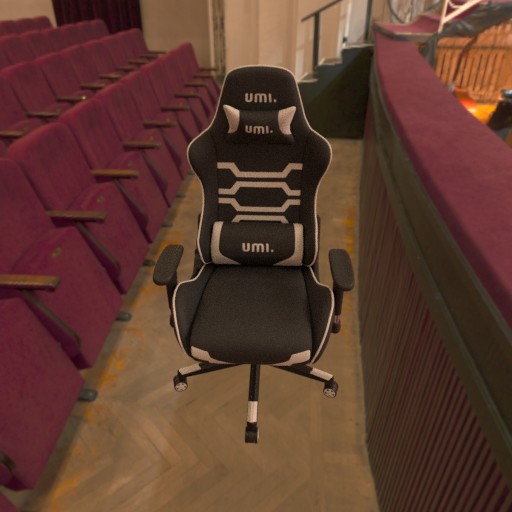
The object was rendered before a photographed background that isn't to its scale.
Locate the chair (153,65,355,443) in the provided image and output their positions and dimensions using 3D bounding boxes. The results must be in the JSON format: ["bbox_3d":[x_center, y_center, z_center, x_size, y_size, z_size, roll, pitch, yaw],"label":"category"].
[{"bbox_3d":[0.000,0.000,1.622,0.700,1.240,0.700,2,31,3],"label":"chair"}]
